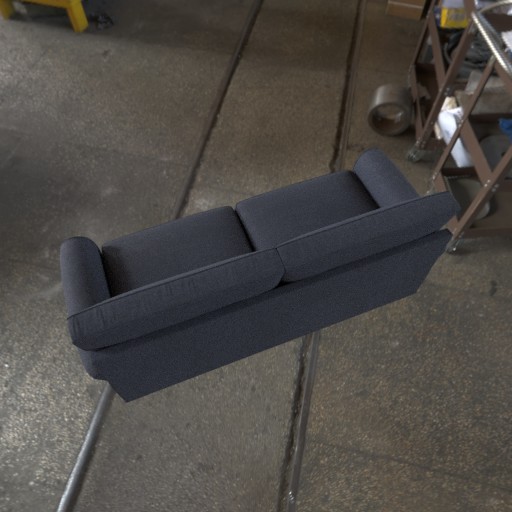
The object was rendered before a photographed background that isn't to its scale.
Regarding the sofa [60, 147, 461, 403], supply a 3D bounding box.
[{"bbox_3d":[0.000,0.000,2.922,2.391,1.026,0.954,-18,60,-11],"label":"sofa"}]
